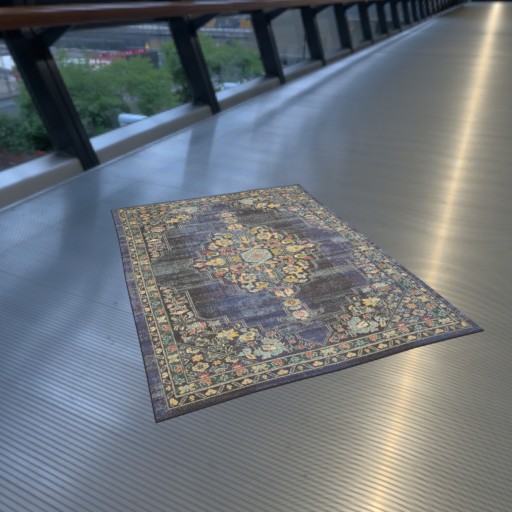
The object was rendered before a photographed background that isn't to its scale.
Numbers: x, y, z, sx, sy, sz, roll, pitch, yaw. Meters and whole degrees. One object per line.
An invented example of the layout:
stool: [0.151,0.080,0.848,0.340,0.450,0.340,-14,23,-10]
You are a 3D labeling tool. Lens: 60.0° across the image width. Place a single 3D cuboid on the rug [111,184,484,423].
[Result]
rug: [0.000,0.000,4.728,2.716,0.035,3.612,-10,31,-17]
